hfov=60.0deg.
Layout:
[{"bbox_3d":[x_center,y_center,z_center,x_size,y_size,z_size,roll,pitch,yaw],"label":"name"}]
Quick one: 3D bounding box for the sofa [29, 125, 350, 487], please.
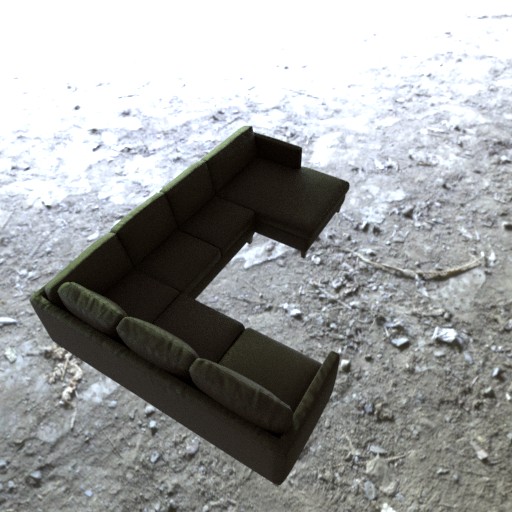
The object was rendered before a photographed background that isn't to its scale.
[{"bbox_3d":[0.000,0.000,4.582,2.593,0.923,3.460,23,50,22],"label":"sofa"}]
